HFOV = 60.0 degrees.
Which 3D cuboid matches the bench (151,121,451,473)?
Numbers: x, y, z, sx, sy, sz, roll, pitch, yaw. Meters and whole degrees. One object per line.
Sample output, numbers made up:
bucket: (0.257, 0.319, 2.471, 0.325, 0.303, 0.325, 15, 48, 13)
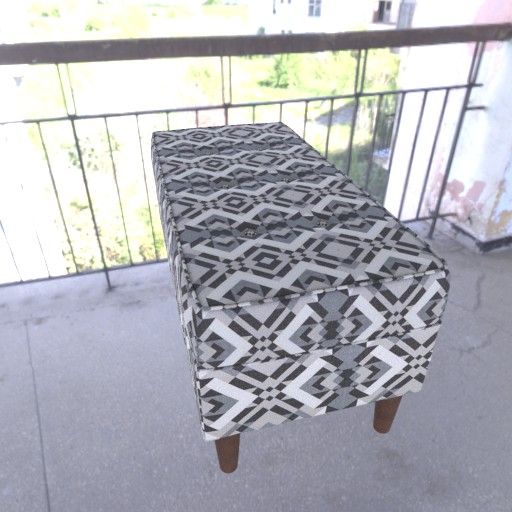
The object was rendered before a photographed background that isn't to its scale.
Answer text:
bench: (0.000, 0.000, 1.268, 0.492, 0.477, 1.016, -8, 33, -13)
